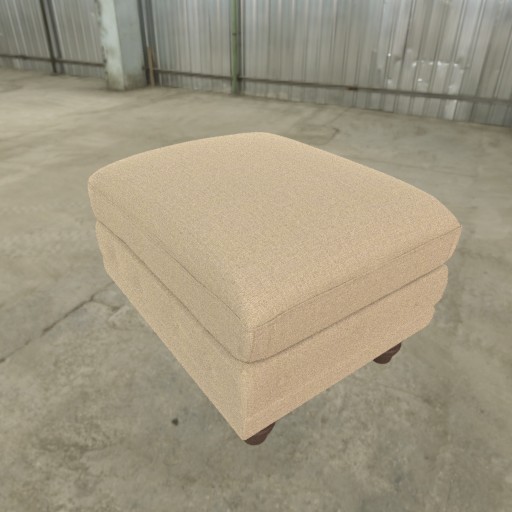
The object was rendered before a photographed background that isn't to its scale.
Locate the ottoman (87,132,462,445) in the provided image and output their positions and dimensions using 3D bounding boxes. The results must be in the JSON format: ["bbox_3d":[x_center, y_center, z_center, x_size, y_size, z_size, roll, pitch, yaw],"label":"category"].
[{"bbox_3d":[0.000,0.000,1.037,0.541,0.463,0.684,-20,37,-30],"label":"ottoman"}]
